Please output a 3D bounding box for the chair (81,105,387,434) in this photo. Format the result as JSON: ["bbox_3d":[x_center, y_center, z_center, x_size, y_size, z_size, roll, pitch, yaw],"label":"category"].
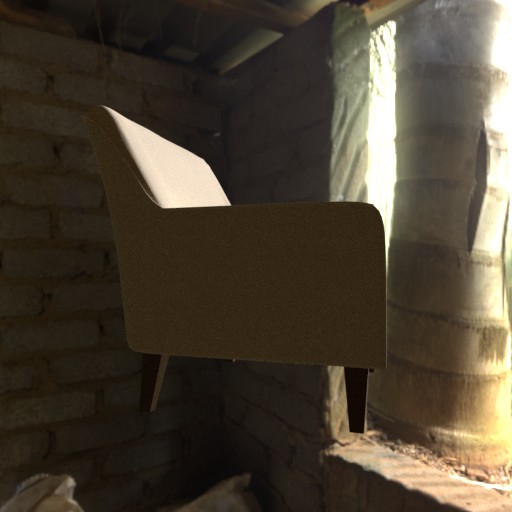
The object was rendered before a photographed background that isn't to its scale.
[{"bbox_3d":[0.000,0.000,1.578,0.899,0.919,0.780,0,-1,17],"label":"chair"}]
